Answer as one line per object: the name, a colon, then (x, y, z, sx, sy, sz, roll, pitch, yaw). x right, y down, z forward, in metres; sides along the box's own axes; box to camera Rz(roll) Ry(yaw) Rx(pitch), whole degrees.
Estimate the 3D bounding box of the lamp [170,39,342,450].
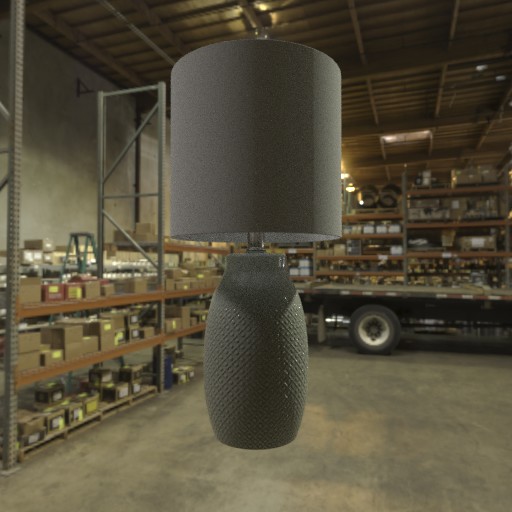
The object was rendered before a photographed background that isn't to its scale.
lamp: (0.000, 0.000, 0.570, 0.217, 0.453, 0.217, 0, -1, 18)
